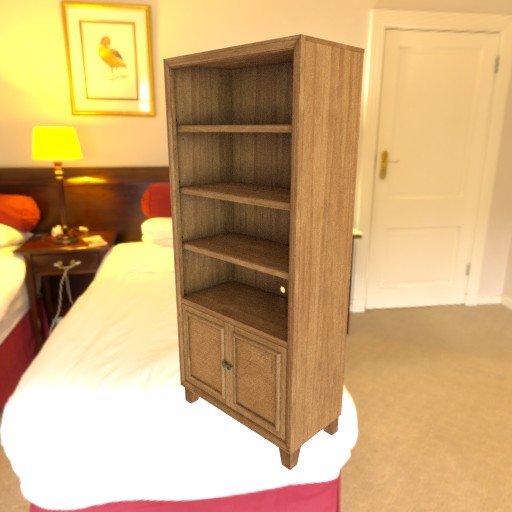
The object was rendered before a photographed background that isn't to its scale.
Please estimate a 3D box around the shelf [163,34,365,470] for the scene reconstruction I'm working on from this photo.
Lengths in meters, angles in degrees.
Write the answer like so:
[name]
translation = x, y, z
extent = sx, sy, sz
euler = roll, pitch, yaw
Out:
[shelf]
translation = 0.000, 0.000, 2.304
extent = 0.864, 1.930, 0.453
euler = 15, 22, 42
